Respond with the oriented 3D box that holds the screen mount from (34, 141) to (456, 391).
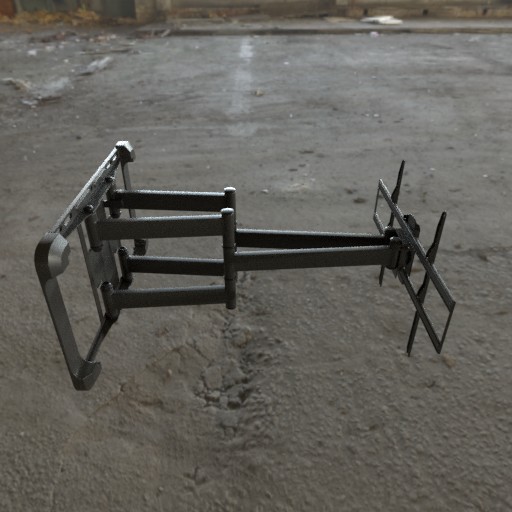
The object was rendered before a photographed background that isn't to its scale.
[{"bbox_3d":[0.000,0.000,1.320,0.905,0.483,0.725,0,33,0],"label":"screen mount"}]
